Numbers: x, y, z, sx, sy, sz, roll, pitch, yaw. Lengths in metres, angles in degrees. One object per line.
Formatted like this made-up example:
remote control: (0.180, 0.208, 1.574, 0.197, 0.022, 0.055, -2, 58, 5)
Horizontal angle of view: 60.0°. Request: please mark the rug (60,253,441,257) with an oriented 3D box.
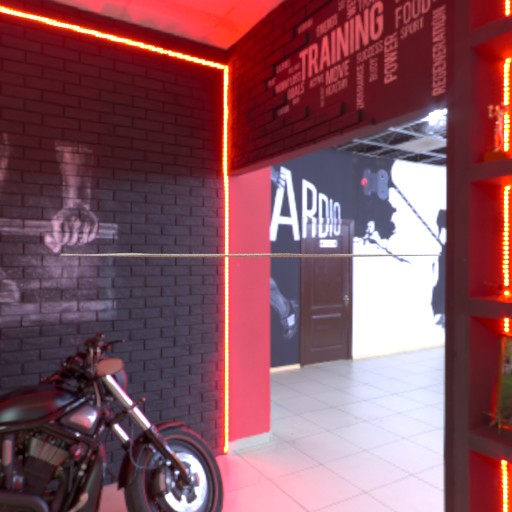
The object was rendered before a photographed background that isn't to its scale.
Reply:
rug: (0.000, 0.000, 2.979, 1.522, 0.012, 2.440, 0, 0, 1)
